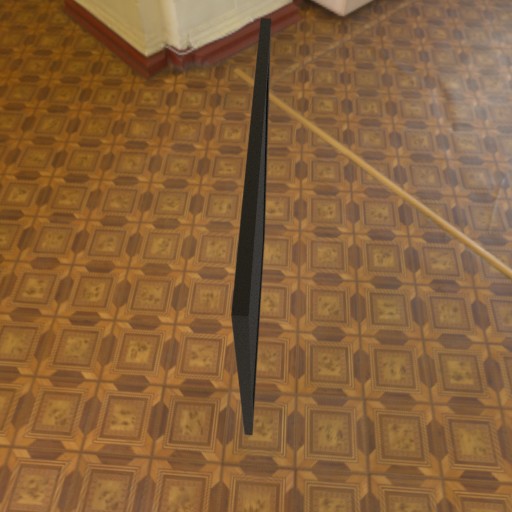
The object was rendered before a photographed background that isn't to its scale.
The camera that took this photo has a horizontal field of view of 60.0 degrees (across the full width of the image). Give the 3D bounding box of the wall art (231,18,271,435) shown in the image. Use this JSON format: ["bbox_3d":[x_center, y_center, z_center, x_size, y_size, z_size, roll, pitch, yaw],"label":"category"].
[{"bbox_3d":[0.000,0.000,0.494,0.010,0.361,0.311,3,58,2],"label":"wall art"}]
